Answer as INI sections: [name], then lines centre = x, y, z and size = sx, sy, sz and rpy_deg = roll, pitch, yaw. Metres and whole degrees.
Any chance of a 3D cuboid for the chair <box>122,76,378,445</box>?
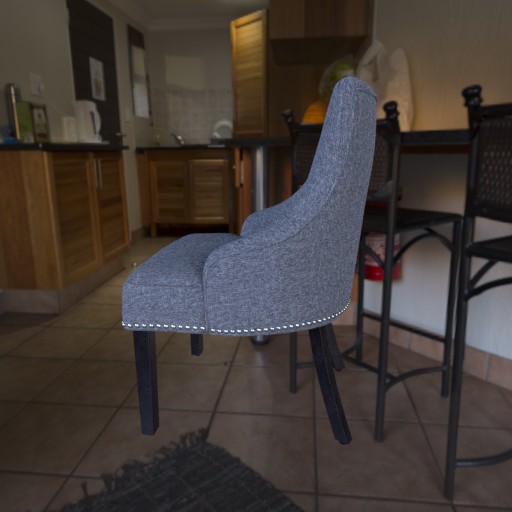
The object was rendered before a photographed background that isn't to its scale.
[chair]
centre = 0.000, 0.000, 1.293
size = 0.629, 0.909, 0.566
rpy_deg = 2, 15, 8
